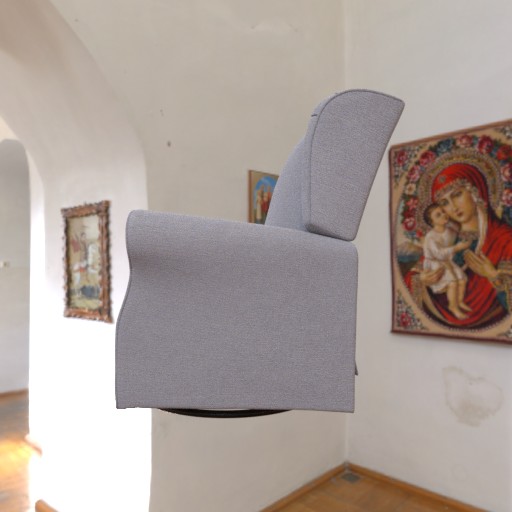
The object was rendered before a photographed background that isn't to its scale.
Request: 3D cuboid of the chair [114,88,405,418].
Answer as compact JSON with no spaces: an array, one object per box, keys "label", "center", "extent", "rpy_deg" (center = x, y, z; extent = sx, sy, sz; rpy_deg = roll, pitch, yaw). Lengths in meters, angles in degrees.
[{"label":"chair","center":[0.000,0.000,1.642],"extent":[0.854,0.966,0.906],"rpy_deg":[0,0,-1]}]
